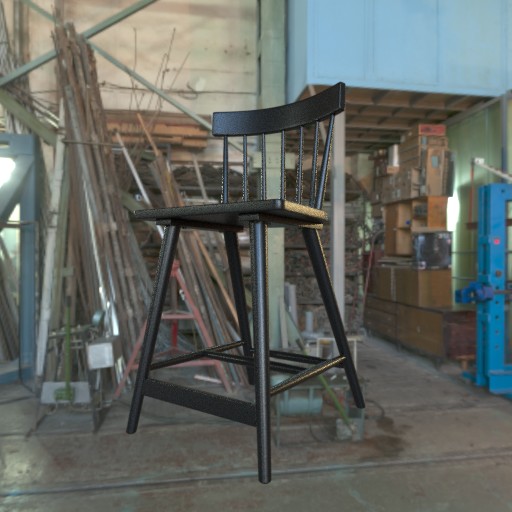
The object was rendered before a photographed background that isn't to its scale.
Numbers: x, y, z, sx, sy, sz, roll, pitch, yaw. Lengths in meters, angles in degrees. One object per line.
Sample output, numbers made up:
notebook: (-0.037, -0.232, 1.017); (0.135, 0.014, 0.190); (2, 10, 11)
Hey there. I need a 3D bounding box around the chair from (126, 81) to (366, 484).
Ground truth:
chair: (0.000, 0.000, 1.282); (0.483, 0.952, 0.572); (0, 1, 36)
